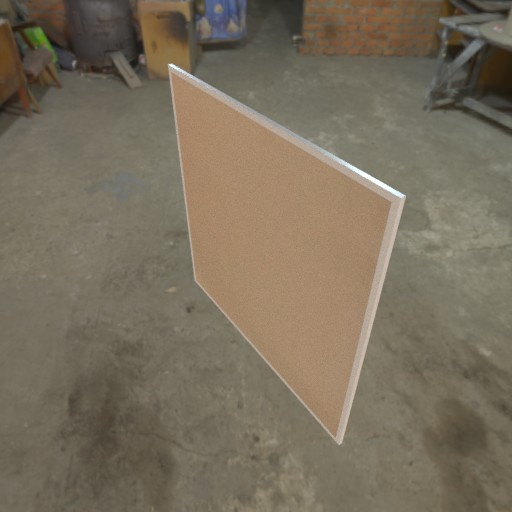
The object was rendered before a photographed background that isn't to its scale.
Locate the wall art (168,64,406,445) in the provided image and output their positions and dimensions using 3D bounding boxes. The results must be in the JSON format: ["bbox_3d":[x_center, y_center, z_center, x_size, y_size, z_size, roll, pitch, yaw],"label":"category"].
[{"bbox_3d":[0.000,0.000,1.218,0.012,0.809,0.809,-25,46,-26],"label":"wall art"}]
